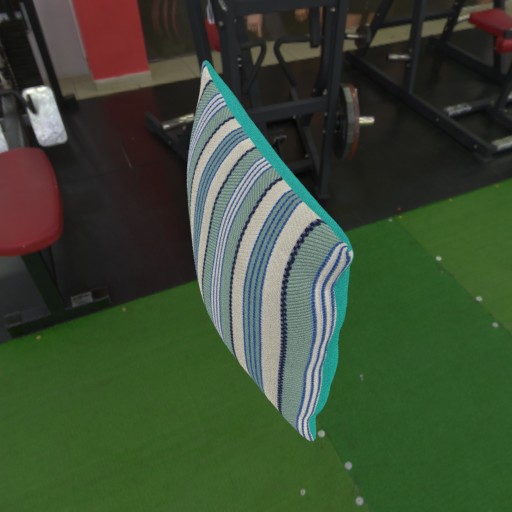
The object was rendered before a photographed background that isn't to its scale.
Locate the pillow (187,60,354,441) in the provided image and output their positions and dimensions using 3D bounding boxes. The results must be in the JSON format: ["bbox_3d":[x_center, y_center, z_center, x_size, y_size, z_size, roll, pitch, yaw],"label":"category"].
[{"bbox_3d":[0.000,0.000,0.682,0.182,0.441,0.440,-16,48,-15],"label":"pillow"}]
